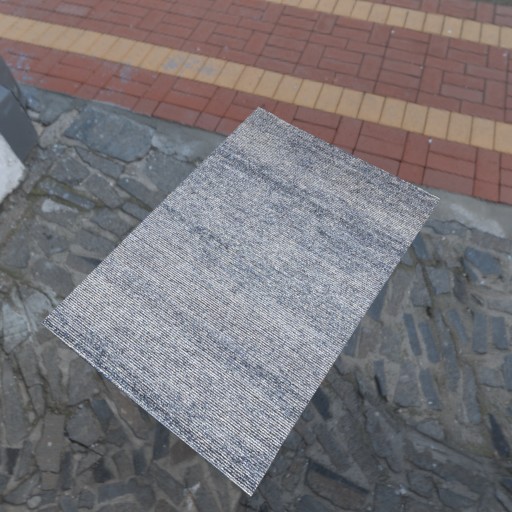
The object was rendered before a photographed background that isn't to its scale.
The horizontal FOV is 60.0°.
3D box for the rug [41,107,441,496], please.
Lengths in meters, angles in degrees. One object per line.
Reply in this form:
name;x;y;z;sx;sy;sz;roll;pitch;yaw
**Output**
rug;0.000;0.000;2.982;1.624;0.030;2.349;32;66;16
